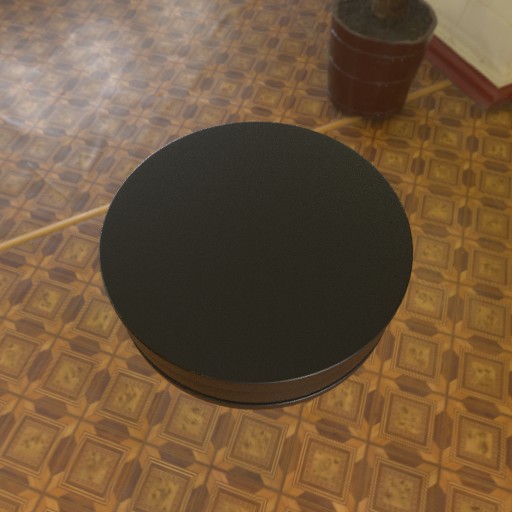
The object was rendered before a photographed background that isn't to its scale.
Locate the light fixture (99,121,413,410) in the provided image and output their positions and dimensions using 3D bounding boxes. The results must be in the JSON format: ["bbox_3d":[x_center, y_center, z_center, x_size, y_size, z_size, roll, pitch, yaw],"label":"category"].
[{"bbox_3d":[0.000,0.000,0.441,0.283,0.097,0.283,0,58,0],"label":"light fixture"}]
